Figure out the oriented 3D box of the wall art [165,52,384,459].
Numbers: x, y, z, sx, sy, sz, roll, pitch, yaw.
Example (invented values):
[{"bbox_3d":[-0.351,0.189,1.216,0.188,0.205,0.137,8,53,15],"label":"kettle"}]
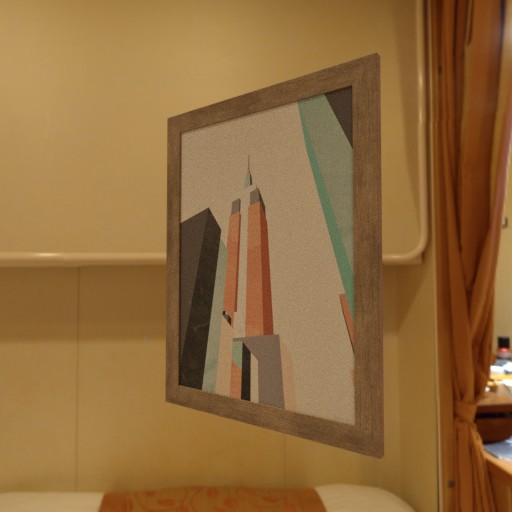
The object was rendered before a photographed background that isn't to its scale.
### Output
[{"bbox_3d":[0.000,0.000,0.916,0.534,0.686,0.018,-2,-3,38],"label":"wall art"}]
